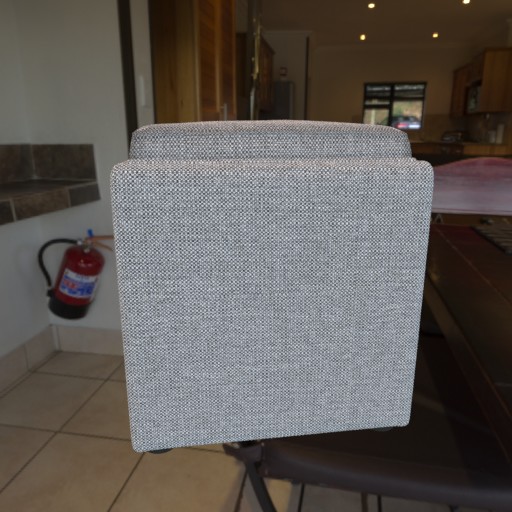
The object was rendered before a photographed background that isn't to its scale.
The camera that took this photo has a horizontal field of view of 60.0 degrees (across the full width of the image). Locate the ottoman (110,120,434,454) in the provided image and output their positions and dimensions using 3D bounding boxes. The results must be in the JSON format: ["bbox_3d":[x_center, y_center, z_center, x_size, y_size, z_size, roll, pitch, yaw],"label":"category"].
[{"bbox_3d":[0.000,0.000,0.832,0.436,0.487,0.454,-2,15,-8],"label":"ottoman"}]
